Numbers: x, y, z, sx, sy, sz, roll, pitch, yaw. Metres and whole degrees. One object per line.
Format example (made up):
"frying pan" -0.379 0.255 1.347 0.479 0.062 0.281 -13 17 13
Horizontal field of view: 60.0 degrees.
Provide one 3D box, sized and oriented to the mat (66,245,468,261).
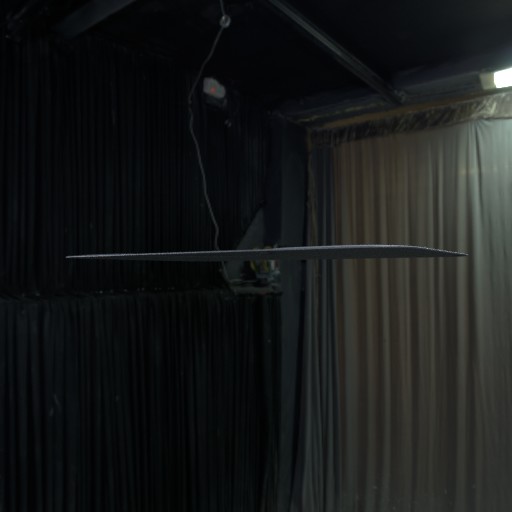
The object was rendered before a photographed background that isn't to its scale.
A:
"mat" 0.000 0.000 1.860 1.524 0.013 0.918 -1 -2 36
